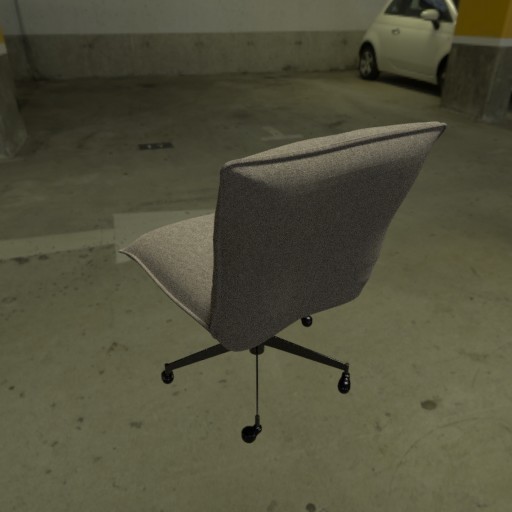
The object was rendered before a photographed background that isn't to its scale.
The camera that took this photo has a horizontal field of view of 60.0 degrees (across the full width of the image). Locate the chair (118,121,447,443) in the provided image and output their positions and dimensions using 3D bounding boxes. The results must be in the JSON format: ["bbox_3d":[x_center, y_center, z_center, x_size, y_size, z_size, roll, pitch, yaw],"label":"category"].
[{"bbox_3d":[0.000,0.000,1.273,0.597,0.811,0.696,-19,34,-30],"label":"chair"}]
